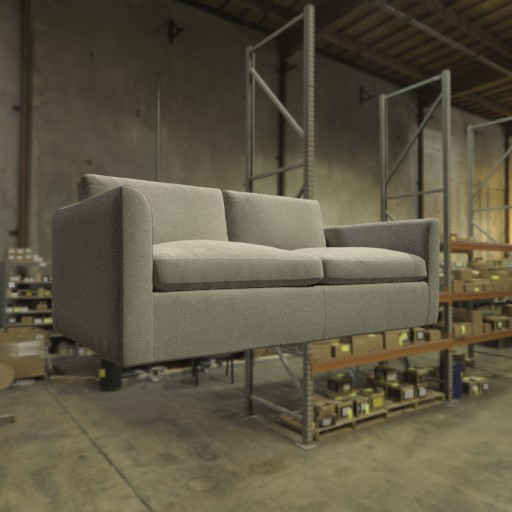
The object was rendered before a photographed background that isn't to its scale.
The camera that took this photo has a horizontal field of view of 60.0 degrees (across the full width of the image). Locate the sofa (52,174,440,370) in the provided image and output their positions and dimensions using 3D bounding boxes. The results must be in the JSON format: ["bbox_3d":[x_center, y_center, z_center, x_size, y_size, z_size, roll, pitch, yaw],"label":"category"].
[{"bbox_3d":[0.000,0.000,2.462,1.905,0.839,1.091,1,-1,-36],"label":"sofa"}]
